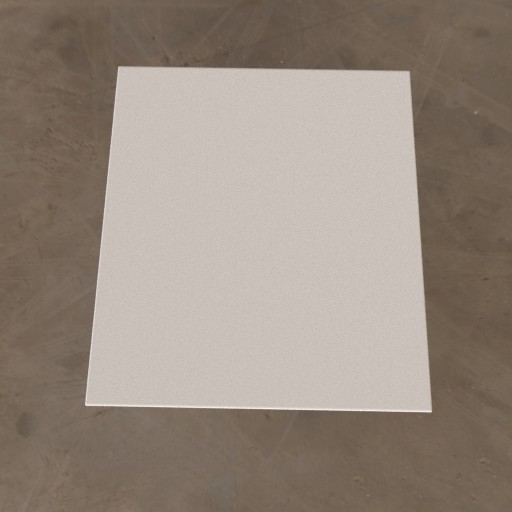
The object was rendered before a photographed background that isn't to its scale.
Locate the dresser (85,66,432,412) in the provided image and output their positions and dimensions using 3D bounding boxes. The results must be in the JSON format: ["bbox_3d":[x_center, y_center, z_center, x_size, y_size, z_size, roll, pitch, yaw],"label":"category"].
[{"bbox_3d":[0.000,0.000,0.716,0.400,0.360,0.430,1,77,0],"label":"dresser"}]
